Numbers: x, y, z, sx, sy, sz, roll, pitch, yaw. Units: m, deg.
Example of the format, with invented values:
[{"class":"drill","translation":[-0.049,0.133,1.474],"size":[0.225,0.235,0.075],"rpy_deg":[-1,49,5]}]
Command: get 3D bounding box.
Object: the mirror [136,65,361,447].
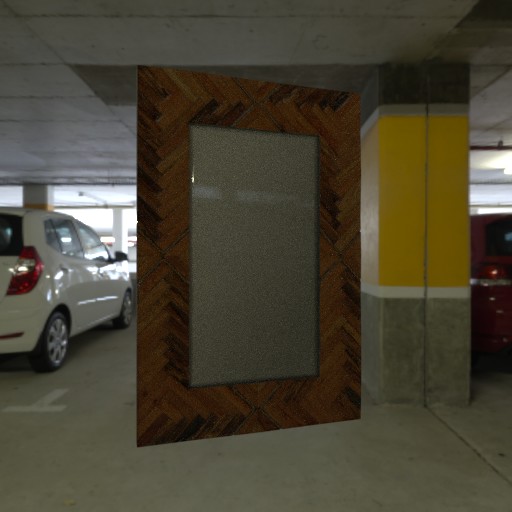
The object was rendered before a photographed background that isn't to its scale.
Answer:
[{"class":"mirror","translation":[0.000,0.000,1.165],"size":[0.606,0.912,0.044],"rpy_deg":[0,0,-18]}]
